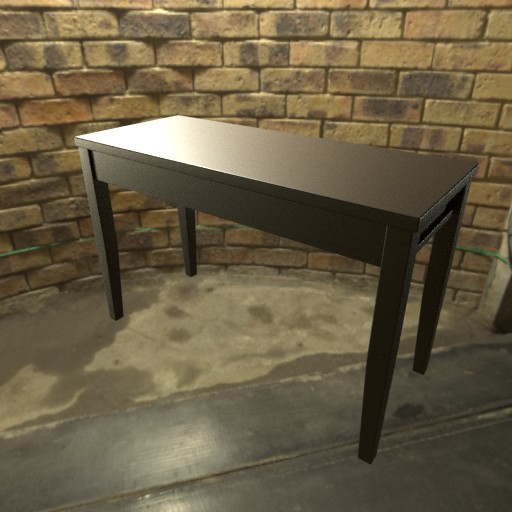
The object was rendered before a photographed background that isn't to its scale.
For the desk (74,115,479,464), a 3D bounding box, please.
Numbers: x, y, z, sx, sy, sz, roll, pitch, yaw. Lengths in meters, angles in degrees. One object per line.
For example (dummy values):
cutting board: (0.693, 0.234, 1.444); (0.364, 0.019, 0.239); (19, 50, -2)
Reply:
desk: (0.000, 0.000, 1.592); (1.220, 0.775, 0.508); (19, 33, 32)
